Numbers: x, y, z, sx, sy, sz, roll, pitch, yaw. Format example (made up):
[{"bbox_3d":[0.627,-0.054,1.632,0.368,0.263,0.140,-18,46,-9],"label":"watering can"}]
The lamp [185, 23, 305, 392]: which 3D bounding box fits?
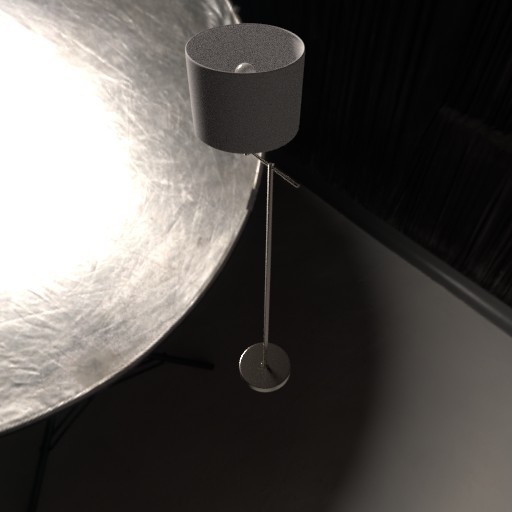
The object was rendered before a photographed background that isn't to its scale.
[{"bbox_3d":[0.000,0.000,1.762,0.324,1.600,0.416,-31,55,-26],"label":"lamp"}]
